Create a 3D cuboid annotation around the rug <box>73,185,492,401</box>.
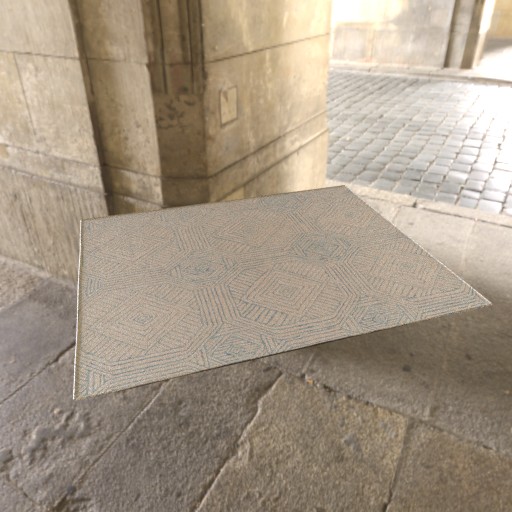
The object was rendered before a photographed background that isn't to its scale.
[{"bbox_3d":[0.000,0.000,4.011,3.049,0.015,2.457,-9,33,-15],"label":"rug"}]
